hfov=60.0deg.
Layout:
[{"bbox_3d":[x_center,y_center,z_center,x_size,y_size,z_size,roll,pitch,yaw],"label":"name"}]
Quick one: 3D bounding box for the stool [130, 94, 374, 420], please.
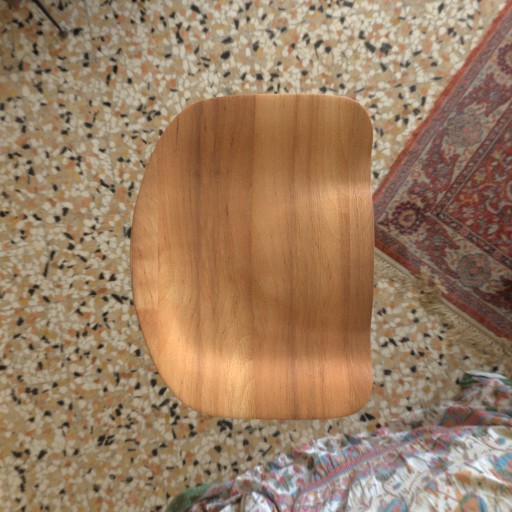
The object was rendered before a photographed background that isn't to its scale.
[{"bbox_3d":[0.000,0.000,0.849,0.361,0.615,0.440,0,90,1],"label":"stool"}]
